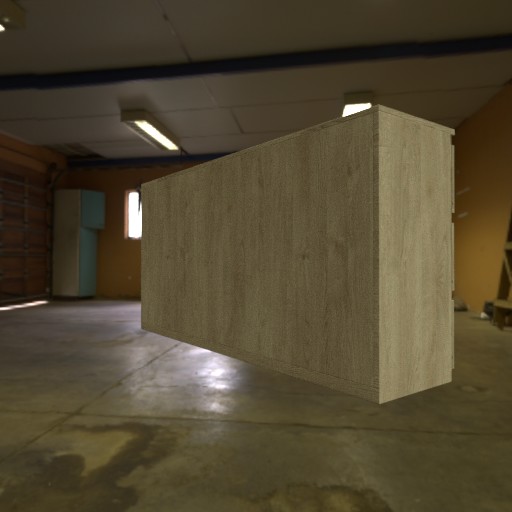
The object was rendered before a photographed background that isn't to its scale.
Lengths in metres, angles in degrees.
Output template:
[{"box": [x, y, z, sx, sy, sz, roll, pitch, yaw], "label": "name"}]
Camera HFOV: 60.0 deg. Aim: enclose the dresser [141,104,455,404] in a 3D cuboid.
[{"box": [0.000, 0.000, 1.920, 0.390, 0.795, 1.590, 0, -1, -37], "label": "dresser"}]
